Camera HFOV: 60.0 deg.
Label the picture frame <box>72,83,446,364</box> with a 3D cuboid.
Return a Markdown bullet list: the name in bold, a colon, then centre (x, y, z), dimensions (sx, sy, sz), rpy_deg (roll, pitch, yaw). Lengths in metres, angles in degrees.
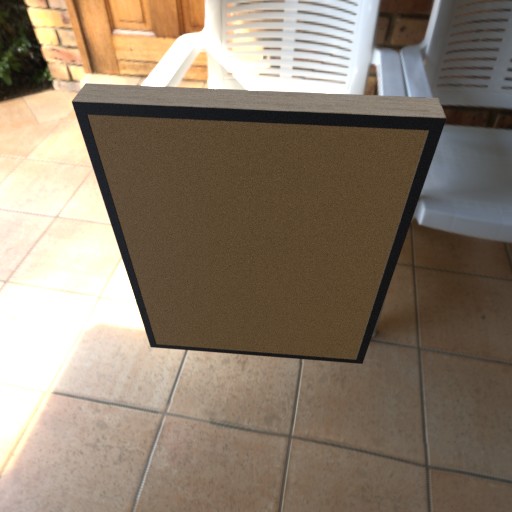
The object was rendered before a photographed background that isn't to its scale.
- **picture frame**: centre (0.000, 0.000, 0.703), dimensions (0.421, 0.526, 0.046), rpy_deg (4, 47, 3)
